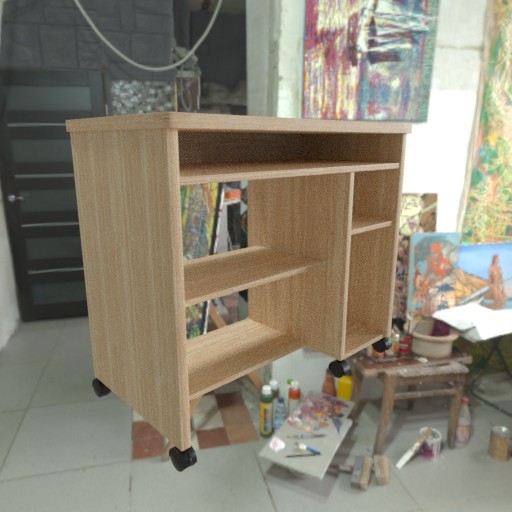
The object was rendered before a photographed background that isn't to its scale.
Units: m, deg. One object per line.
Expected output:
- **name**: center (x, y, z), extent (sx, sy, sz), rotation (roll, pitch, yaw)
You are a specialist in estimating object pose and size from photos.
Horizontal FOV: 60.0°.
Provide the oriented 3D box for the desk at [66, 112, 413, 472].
- **desk**: center (0.000, 0.000, 1.335), extent (0.884, 0.770, 0.480), rotation (-13, 20, -42)
